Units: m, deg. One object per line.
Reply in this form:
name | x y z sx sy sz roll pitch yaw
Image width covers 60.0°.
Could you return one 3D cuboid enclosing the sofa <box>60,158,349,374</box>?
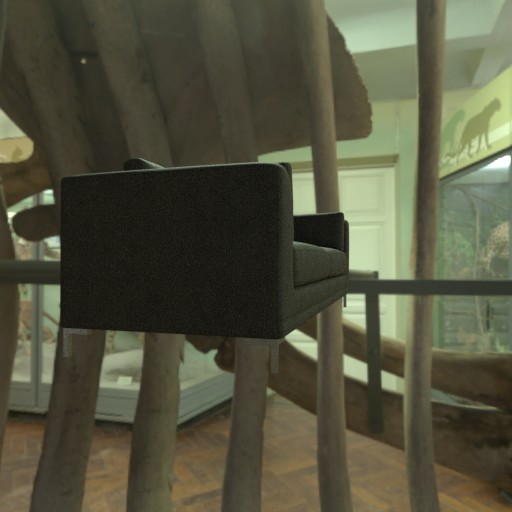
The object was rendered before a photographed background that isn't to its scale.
sofa | 0.000 0.000 2.855 0.969 0.867 2.415 0 -1 17
